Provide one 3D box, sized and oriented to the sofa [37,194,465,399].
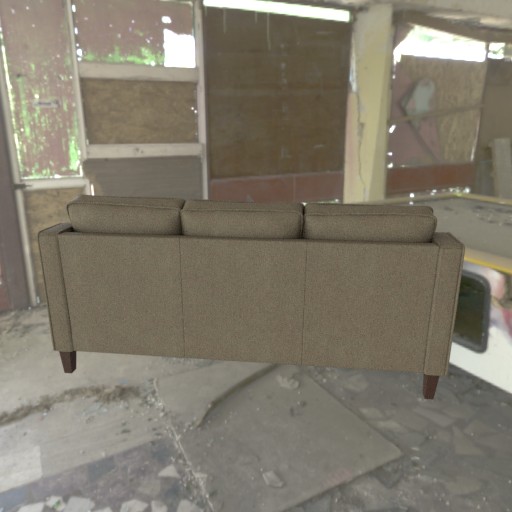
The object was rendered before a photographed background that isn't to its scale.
[{"bbox_3d":[0.000,0.000,3.303,2.317,1.081,1.858,2,16,7],"label":"sofa"}]
